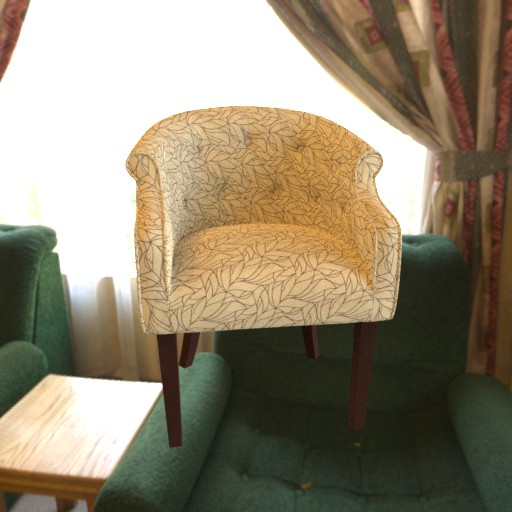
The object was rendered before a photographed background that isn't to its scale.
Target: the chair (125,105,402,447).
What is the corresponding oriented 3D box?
[{"bbox_3d":[0.000,0.000,1.303,0.686,0.858,0.613,-2,17,-7],"label":"chair"}]
